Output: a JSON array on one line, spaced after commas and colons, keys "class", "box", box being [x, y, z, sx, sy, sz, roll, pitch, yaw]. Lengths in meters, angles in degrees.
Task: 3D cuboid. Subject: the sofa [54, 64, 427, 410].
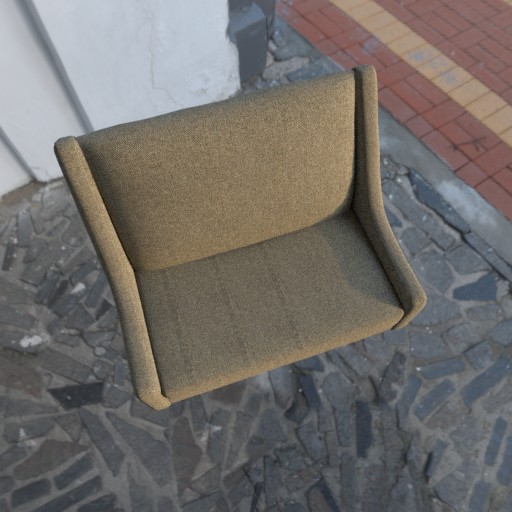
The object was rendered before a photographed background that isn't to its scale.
[{"class": "sofa", "box": [0.000, 0.000, 1.889, 1.242, 1.021, 0.870, -17, 65, -8]}]
